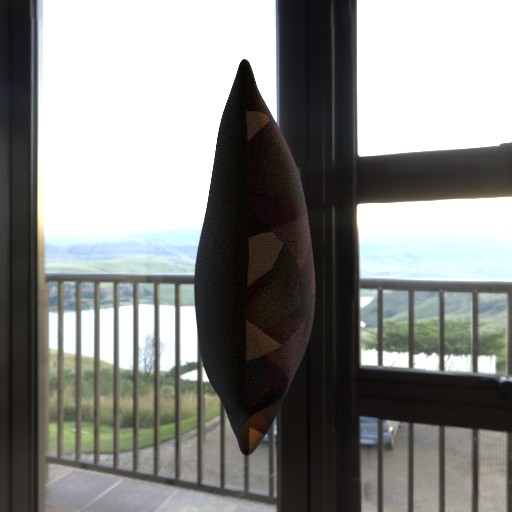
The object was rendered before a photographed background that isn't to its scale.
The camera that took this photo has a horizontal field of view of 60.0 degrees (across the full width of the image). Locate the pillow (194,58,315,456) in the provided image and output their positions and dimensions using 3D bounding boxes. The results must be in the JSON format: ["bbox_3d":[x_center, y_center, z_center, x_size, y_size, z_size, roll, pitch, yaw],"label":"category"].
[{"bbox_3d":[0.000,0.000,0.790,0.208,0.496,0.503,0,0,1],"label":"pillow"}]
